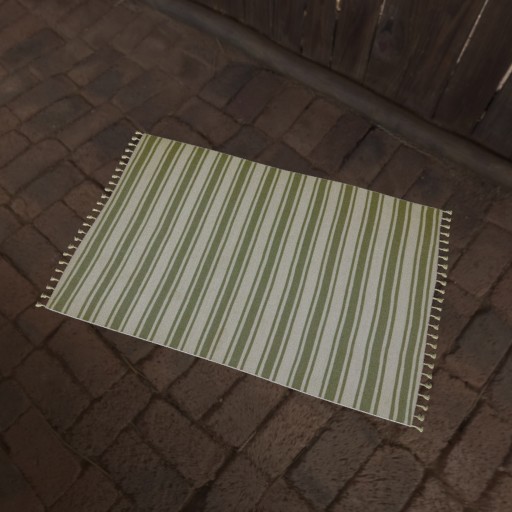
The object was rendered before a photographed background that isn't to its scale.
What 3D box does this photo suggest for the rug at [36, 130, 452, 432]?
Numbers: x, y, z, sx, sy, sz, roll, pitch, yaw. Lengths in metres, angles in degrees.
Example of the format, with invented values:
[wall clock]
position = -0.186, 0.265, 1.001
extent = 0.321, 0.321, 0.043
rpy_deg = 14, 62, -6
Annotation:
[rug]
position = 0.000, 0.000, 2.253
extent = 1.875, 0.013, 1.162
rpy_deg = 16, 64, 8
